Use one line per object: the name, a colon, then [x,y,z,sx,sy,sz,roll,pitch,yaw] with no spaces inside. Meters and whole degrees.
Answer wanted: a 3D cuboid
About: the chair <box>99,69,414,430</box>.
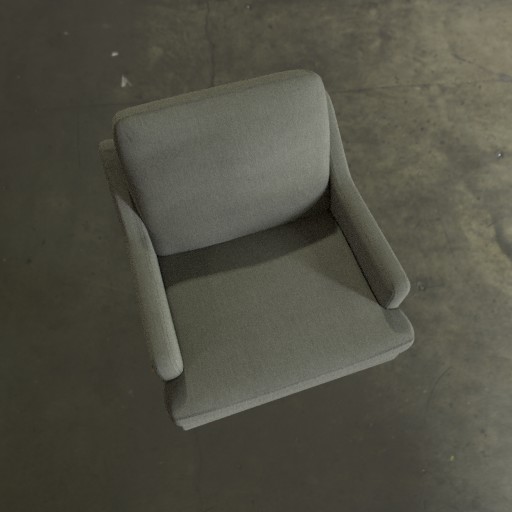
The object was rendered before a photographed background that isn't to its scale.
chair: [0.000,0.000,1.512,0.826,0.821,0.892,-16,63,-8]
